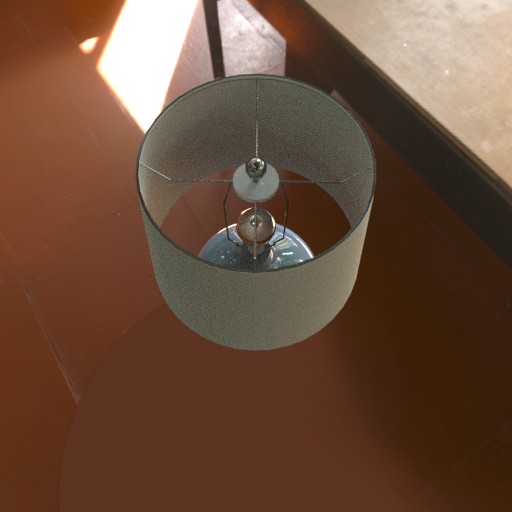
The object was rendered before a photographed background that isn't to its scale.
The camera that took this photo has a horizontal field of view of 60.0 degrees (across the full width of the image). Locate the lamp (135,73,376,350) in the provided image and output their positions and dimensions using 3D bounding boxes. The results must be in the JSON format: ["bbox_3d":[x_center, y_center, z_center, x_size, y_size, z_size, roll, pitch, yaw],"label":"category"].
[{"bbox_3d":[0.000,0.000,0.554,0.247,0.387,0.247,0,65,0],"label":"lamp"}]
